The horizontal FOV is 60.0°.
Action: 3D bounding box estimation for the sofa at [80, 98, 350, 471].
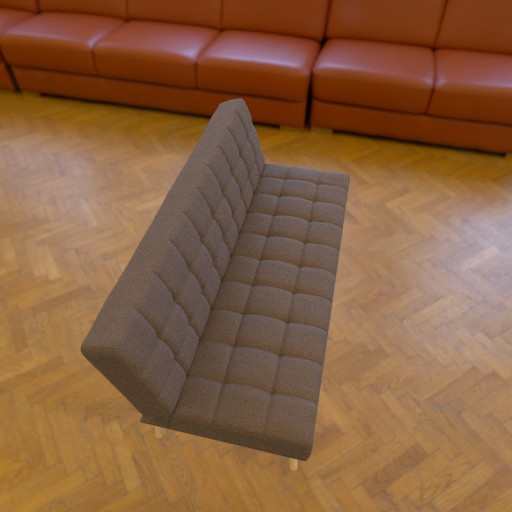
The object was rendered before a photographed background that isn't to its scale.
[{"bbox_3d":[0.000,0.000,2.321,0.860,0.810,1.800,10,48,9],"label":"sofa"}]
